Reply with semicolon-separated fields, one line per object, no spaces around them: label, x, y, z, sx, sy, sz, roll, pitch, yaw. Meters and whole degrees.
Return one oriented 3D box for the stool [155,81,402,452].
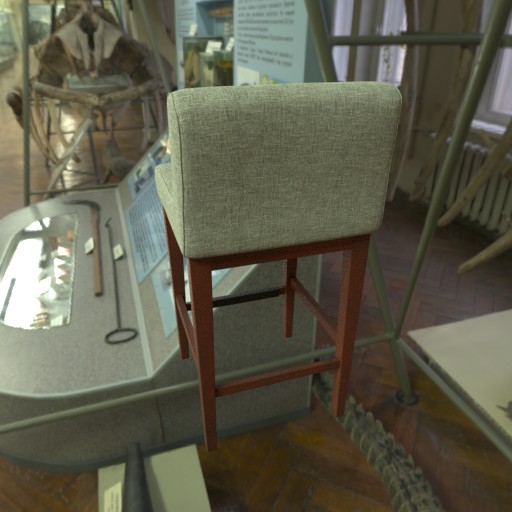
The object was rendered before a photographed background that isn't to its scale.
stool;0.000;0.000;1.101;0.417;0.835;0.459;-9;28;-16
